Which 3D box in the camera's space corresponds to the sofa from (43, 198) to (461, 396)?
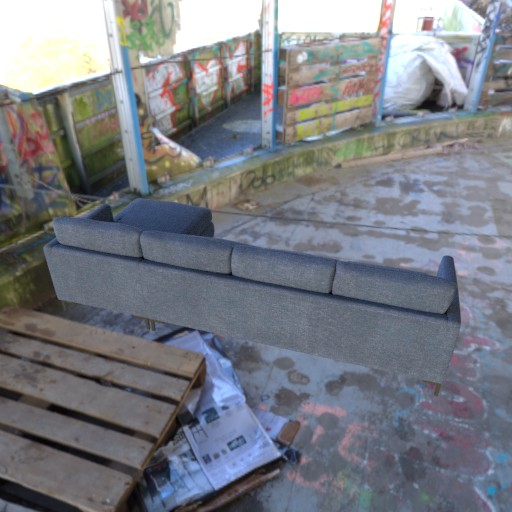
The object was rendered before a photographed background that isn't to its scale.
[{"bbox_3d":[0.000,0.000,3.524,2.932,0.810,1.350,10,33,15],"label":"sofa"}]
